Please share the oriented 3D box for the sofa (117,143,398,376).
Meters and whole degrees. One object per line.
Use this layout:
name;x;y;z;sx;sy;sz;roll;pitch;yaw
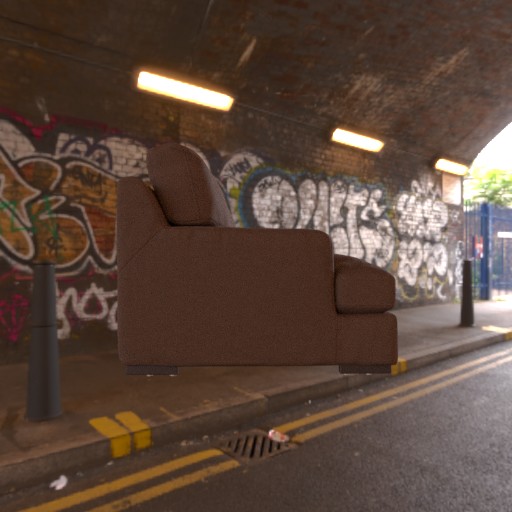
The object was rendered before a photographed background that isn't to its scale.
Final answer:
sofa;0.000;0.000;2.857;1.140;0.950;2.274;0;0;-1
